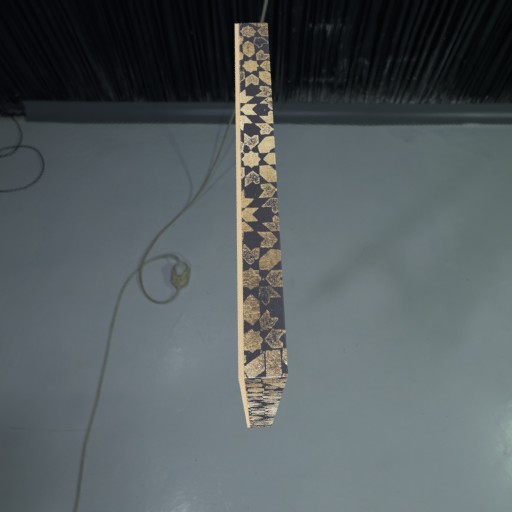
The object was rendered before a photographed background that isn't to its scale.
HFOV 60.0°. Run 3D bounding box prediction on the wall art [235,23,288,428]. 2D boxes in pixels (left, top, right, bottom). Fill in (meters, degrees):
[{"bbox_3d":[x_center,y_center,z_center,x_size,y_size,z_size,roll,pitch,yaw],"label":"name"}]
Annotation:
[{"bbox_3d":[0.000,0.000,0.607,0.038,0.405,0.405,-1,64,-1],"label":"wall art"}]
